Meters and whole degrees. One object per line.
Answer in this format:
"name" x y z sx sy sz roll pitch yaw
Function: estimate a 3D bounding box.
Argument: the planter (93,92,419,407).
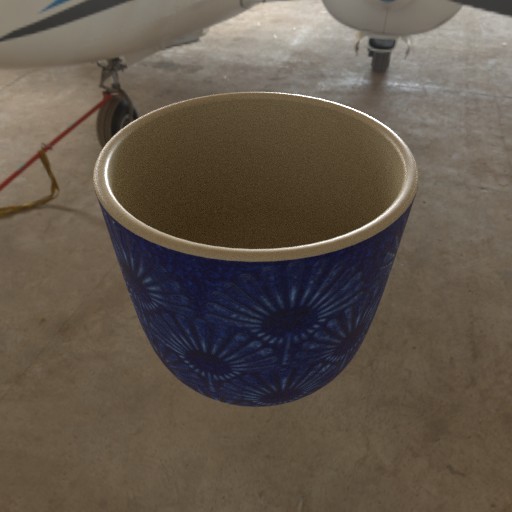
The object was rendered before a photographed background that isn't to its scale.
"planter" 0.000 0.000 0.210 0.124 0.109 0.124 0 42 0
